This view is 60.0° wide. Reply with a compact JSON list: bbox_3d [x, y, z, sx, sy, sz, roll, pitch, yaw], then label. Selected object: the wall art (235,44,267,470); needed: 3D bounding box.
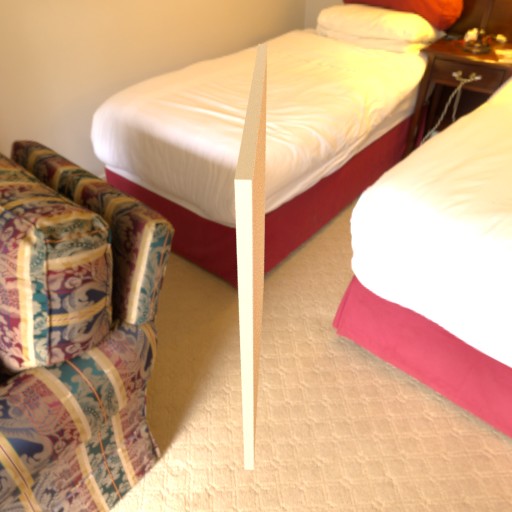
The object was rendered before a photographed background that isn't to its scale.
[{"bbox_3d":[0.000,0.000,0.619,0.013,0.456,0.382,2,39,2],"label":"wall art"}]
